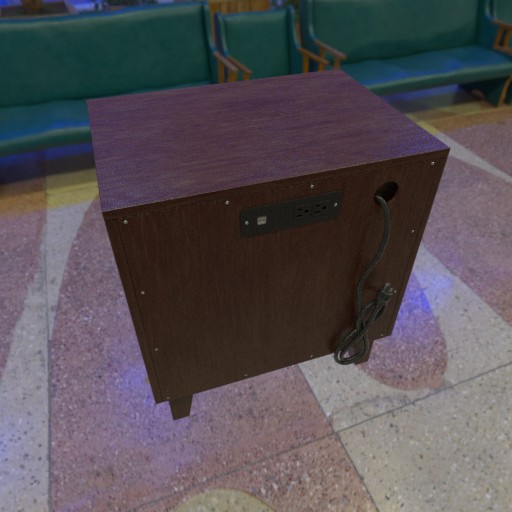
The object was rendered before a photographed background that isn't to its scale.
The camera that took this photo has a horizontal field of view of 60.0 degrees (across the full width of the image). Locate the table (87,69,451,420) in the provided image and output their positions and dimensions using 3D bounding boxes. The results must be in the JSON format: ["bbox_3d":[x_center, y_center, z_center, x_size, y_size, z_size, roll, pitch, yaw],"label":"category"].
[{"bbox_3d":[0.000,0.000,0.988,0.557,0.609,0.449,-13,43,-14],"label":"table"}]
